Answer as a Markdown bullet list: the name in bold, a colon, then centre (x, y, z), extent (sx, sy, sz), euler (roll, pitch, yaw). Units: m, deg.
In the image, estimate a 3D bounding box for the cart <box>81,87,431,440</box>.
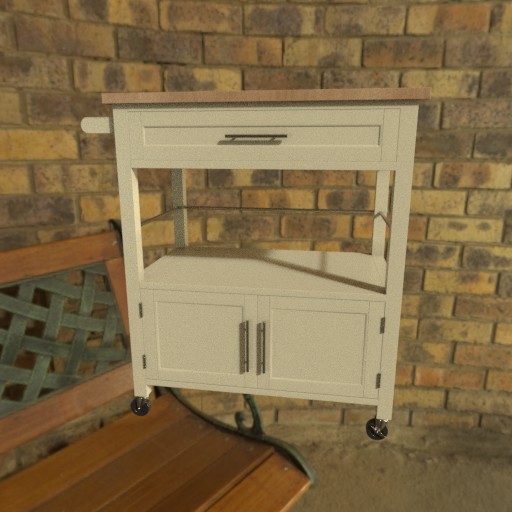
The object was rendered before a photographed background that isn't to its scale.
- **cart**: centre (0.000, 0.000, 1.349), extent (0.840, 0.901, 0.459), euler (2, 15, 9)
